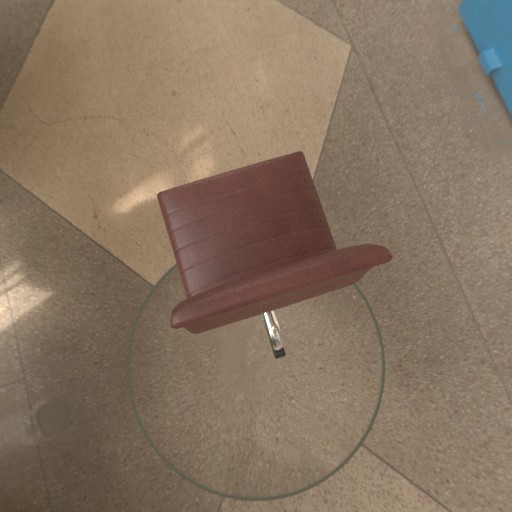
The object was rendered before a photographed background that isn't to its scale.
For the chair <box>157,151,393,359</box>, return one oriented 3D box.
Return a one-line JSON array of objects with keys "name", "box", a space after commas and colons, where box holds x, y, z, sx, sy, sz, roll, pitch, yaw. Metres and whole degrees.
[{"name": "chair", "box": [0.000, 0.000, 1.138, 0.556, 0.780, 0.530, -17, 77, -4]}]
